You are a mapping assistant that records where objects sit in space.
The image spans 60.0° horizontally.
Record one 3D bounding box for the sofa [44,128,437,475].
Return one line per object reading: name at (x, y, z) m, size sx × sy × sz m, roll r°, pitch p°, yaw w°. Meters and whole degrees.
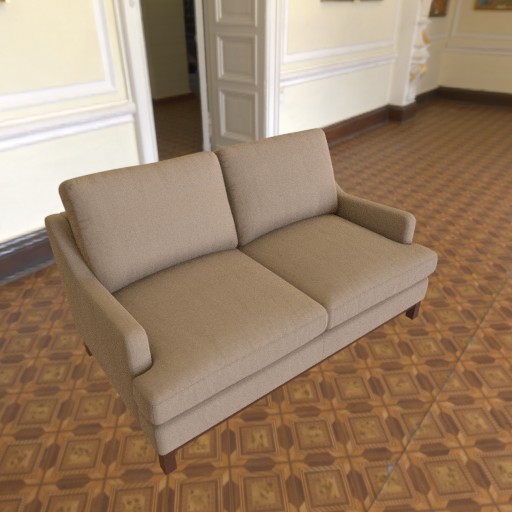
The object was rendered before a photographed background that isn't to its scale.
sofa at (0.000, 0.000, 2.141) m, size 1.619 × 0.910 × 1.004 m, roll -21°, pitch 36°, yaw -32°
